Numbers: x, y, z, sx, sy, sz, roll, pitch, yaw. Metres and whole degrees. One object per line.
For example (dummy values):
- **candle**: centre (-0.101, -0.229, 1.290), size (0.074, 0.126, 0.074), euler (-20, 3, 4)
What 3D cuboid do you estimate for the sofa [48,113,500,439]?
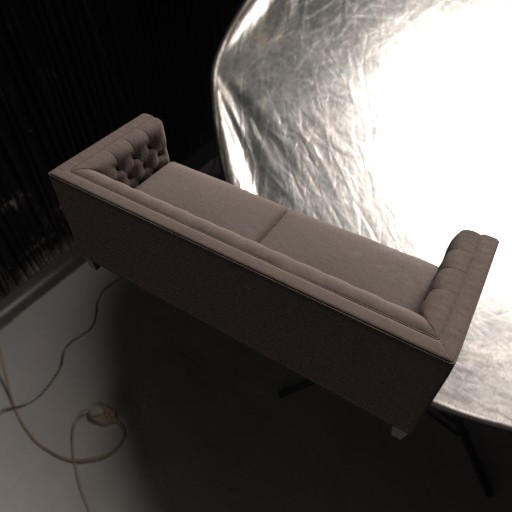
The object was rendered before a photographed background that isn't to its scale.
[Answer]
- **sofa**: centre (0.000, 0.000, 2.465), size (2.159, 0.762, 0.775), euler (25, 51, 21)
